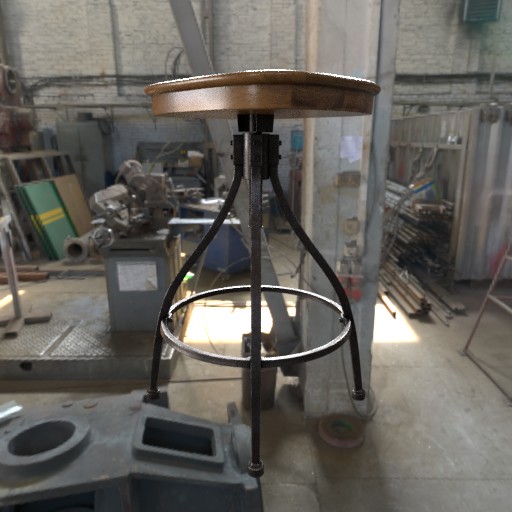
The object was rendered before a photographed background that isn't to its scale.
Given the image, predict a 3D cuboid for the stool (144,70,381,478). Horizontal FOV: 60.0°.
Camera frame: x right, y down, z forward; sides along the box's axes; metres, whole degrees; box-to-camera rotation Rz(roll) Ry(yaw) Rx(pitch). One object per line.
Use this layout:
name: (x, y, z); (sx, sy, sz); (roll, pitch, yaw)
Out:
stool: (0.000, 0.000, 0.963); (0.424, 0.694, 0.432); (-15, 21, -43)
